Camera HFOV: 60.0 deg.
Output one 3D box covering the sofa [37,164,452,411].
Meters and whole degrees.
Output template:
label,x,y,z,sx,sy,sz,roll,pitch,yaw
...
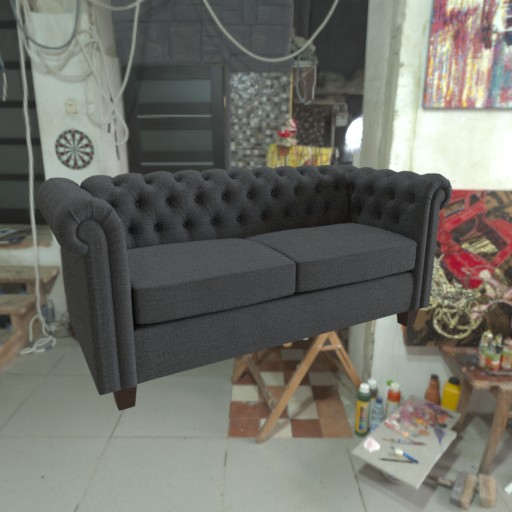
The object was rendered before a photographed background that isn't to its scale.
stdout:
label,x,y,z,sx,sy,sz,roll,pitch,yaw
sofa,0.000,0.000,2.144,1.798,0.797,0.783,-9,18,-28
